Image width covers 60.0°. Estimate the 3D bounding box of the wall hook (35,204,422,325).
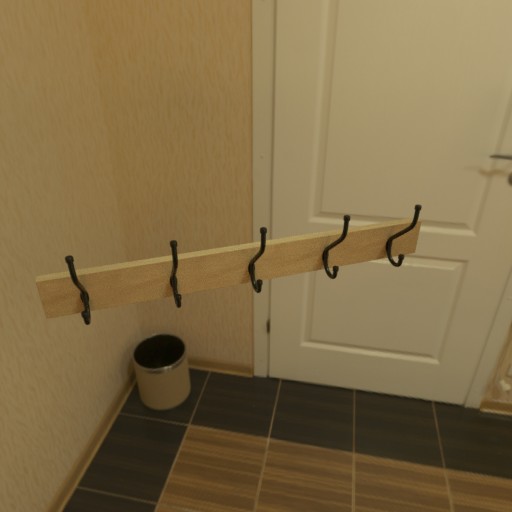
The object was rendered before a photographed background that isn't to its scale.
[{"bbox_3d":[0.000,0.000,0.618,0.571,0.117,0.071,-9,32,-15],"label":"wall hook"}]
